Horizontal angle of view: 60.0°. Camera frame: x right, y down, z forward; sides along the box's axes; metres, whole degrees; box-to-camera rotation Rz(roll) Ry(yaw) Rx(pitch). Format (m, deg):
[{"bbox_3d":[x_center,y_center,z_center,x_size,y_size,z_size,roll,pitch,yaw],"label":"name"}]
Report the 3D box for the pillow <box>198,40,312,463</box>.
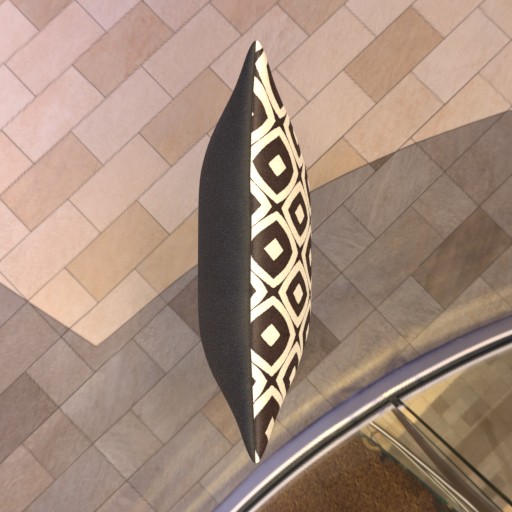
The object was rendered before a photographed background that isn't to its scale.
[{"bbox_3d":[0.000,0.000,0.770,0.188,0.494,0.504,0,88,0],"label":"pillow"}]
